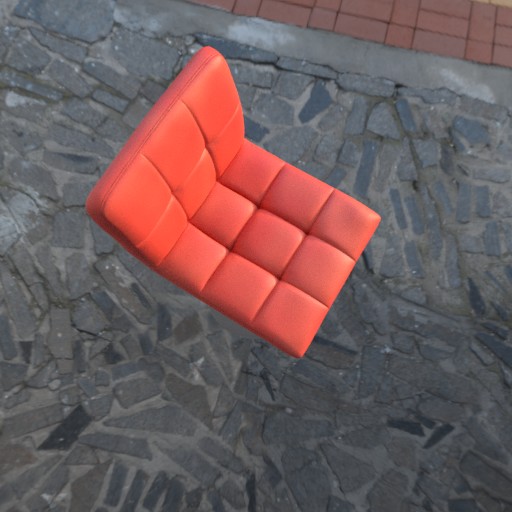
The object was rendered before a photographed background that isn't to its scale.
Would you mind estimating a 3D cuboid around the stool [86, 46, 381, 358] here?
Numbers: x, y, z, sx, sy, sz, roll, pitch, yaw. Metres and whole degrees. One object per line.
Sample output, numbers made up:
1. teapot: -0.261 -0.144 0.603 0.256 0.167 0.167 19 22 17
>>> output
1. stool: 0.000 0.000 1.333 0.505 1.115 0.430 31 78 7
